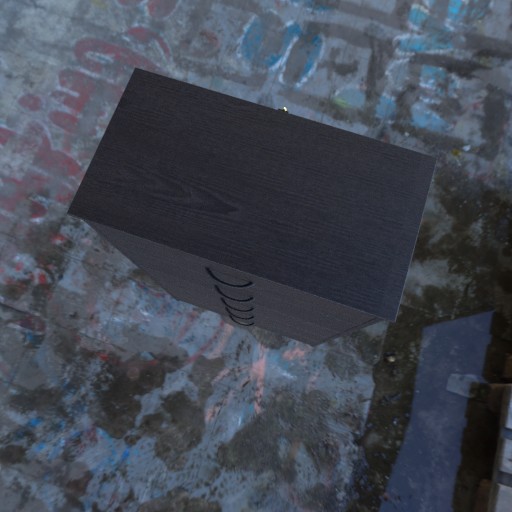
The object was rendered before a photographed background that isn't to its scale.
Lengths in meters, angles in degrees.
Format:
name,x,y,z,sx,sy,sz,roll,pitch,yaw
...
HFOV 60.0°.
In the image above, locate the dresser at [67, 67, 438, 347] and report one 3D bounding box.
name,x,y,z,sx,sy,sz,roll,pitch,yaw
dresser,0.000,0.000,1.546,0.704,1.254,0.418,18,76,5
